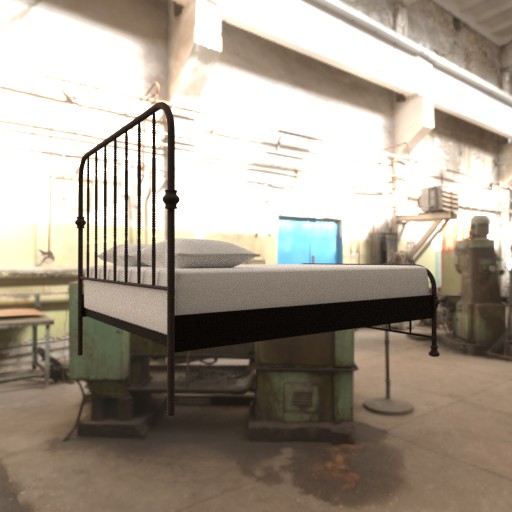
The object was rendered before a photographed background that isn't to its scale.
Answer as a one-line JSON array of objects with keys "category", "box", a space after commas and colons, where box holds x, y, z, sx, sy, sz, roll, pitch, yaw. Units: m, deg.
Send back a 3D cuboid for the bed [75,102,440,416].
[{"category": "bed", "box": [0.000, 0.000, 3.222, 2.134, 1.446, 1.616, 0, -1, -36]}]
